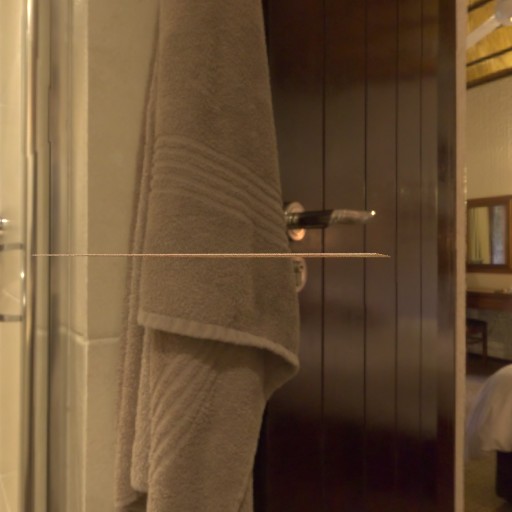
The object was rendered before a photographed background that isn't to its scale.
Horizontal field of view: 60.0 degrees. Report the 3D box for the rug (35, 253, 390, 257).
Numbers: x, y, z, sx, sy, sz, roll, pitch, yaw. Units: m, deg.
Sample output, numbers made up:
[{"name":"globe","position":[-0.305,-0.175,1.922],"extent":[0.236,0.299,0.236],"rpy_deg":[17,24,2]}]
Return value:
[{"name":"rug","position":[0.000,0.000,4.356],"extent":[2.451,0.008,3.143],"rpy_deg":[0,0,18]}]
